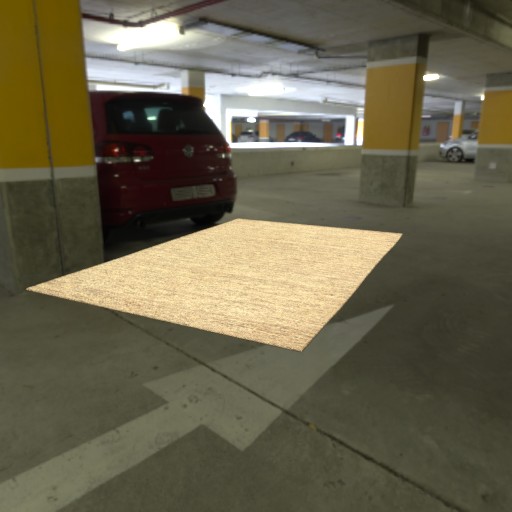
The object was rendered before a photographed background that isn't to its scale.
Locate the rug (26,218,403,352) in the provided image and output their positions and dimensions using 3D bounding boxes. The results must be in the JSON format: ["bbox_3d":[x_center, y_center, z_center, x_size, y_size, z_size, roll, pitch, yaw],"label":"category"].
[{"bbox_3d":[0.000,0.000,2.966,1.547,0.013,2.283,7,17,26],"label":"rug"}]
